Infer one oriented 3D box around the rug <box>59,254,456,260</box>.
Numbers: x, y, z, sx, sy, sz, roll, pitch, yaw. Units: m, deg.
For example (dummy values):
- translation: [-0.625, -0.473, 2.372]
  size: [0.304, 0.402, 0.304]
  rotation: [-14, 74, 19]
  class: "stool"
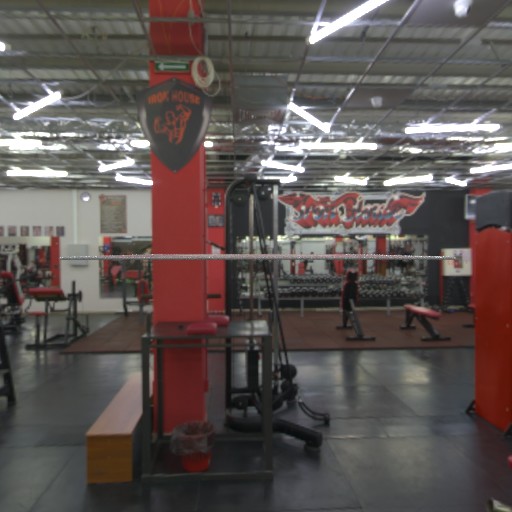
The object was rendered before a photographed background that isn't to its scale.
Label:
- translation: [0.000, 0.000, 4.269]
  size: [2.447, 0.017, 3.123]
  rotation: [0, 1, -1]
  class: "rug"
